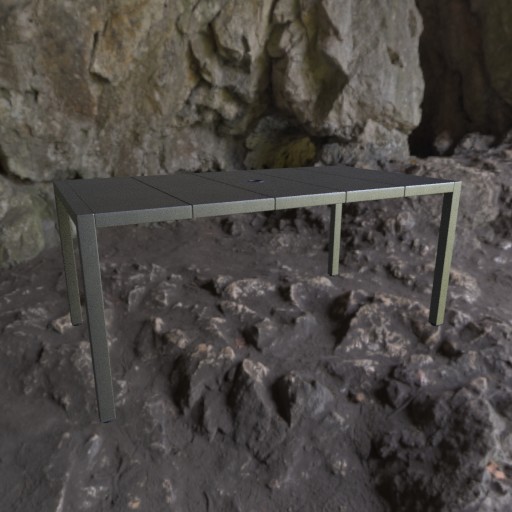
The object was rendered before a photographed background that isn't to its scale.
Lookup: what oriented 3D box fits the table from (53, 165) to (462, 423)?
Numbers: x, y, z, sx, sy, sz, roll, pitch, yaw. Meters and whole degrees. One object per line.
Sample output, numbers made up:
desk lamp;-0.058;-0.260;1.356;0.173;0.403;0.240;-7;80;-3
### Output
table;0.000;0.000;2.174;1.680;0.735;0.914;-9;19;-26
